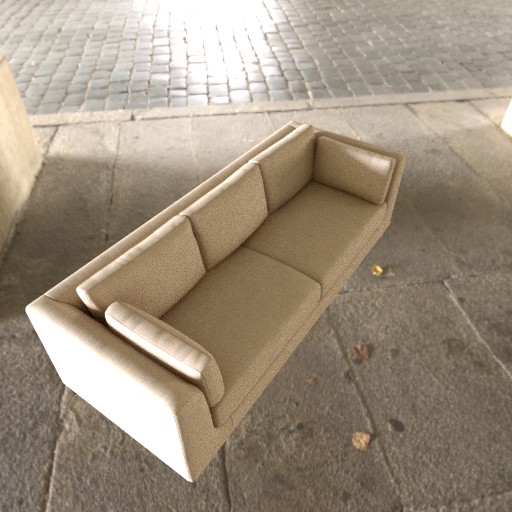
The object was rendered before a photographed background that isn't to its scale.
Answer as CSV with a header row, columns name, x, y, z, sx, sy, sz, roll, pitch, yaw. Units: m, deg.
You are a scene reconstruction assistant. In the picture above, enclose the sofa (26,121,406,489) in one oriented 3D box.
name,x,y,z,sx,sy,sz,roll,pitch,yaw
sofa,0.000,0.000,2.810,0.969,0.867,2.415,25,48,25
